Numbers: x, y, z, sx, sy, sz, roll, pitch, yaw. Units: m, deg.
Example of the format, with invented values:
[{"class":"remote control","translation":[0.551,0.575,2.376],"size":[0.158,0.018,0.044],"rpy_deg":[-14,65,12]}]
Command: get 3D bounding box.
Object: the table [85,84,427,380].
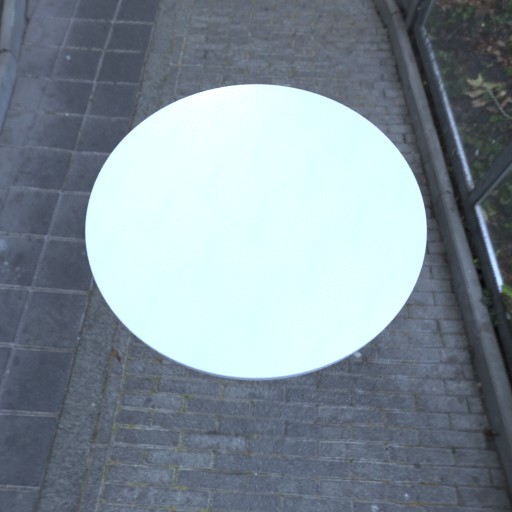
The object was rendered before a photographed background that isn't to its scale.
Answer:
[{"class":"table","translation":[0.000,0.000,0.968],"size":[0.600,0.400,0.600],"rpy_deg":[0,64,0]}]
